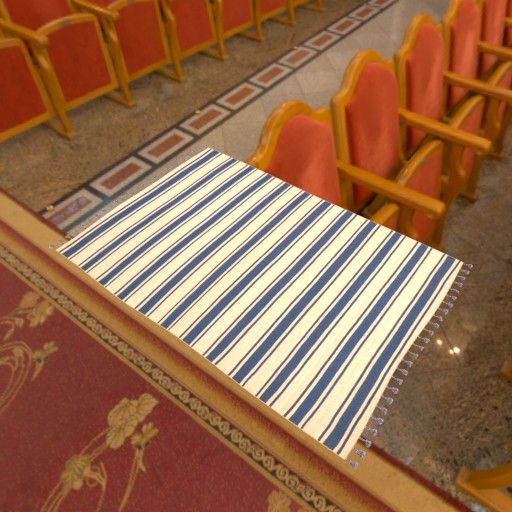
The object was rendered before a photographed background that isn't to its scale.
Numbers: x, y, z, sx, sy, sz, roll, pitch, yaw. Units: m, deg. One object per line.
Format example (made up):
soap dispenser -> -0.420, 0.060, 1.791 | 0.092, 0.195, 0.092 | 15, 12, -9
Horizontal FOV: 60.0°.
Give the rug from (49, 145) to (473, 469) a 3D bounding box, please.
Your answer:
rug -> 0.000, 0.000, 2.870 | 2.315, 0.010, 1.544 | 29, 53, 25
